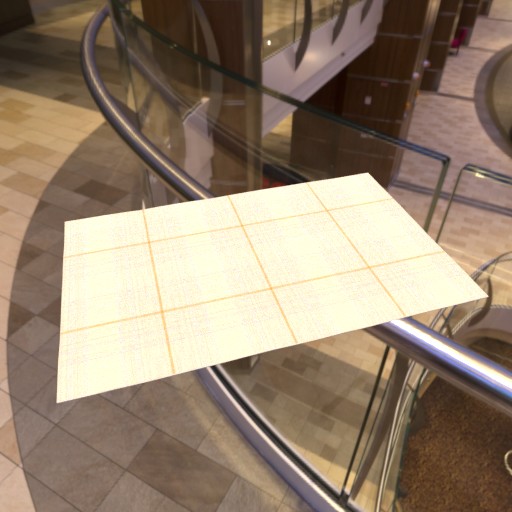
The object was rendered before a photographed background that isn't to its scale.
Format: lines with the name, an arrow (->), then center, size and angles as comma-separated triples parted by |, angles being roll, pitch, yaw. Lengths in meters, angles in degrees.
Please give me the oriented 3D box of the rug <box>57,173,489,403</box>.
rug -> 0.000, 0.000, 2.931 | 2.442, 0.016, 1.527 | -11, 42, -13
